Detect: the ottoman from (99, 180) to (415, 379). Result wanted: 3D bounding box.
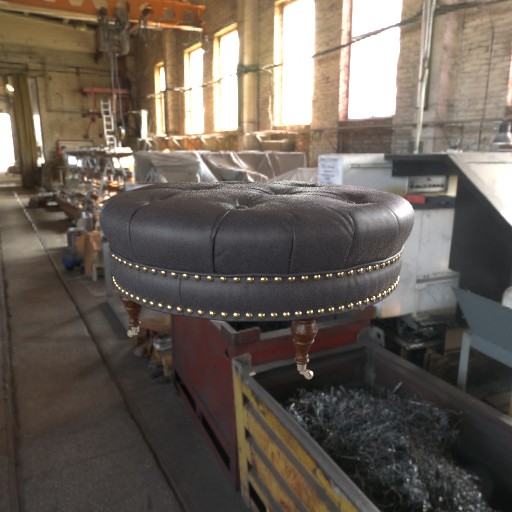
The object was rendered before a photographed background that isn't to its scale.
[{"bbox_3d":[0.000,0.000,1.367,0.901,0.439,0.901,0,13,0],"label":"ottoman"}]
